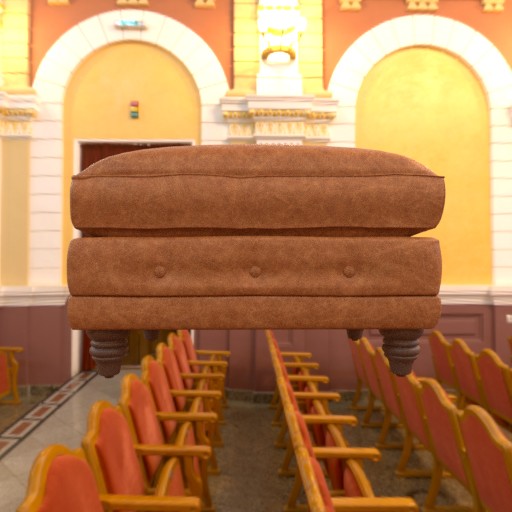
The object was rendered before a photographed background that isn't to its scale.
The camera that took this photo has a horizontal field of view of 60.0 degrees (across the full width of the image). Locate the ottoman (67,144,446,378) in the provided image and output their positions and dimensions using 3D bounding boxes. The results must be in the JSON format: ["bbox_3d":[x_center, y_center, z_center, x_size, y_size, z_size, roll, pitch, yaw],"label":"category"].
[{"bbox_3d":[0.000,0.000,1.073,0.710,0.480,0.533,0,0,-1],"label":"ottoman"}]
